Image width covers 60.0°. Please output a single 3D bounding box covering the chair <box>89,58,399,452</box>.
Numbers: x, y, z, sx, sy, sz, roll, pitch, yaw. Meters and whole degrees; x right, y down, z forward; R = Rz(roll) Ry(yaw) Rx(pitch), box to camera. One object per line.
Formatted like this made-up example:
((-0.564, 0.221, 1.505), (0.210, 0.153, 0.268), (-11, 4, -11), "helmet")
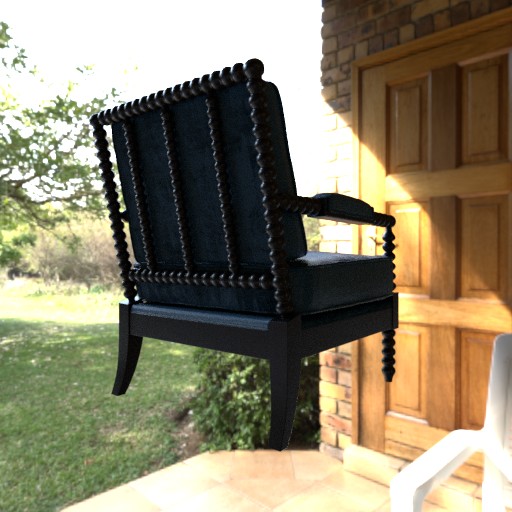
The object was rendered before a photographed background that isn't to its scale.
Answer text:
((0.000, 0.000, 1.421), (0.688, 0.857, 0.805), (0, 0, 39), "chair")
